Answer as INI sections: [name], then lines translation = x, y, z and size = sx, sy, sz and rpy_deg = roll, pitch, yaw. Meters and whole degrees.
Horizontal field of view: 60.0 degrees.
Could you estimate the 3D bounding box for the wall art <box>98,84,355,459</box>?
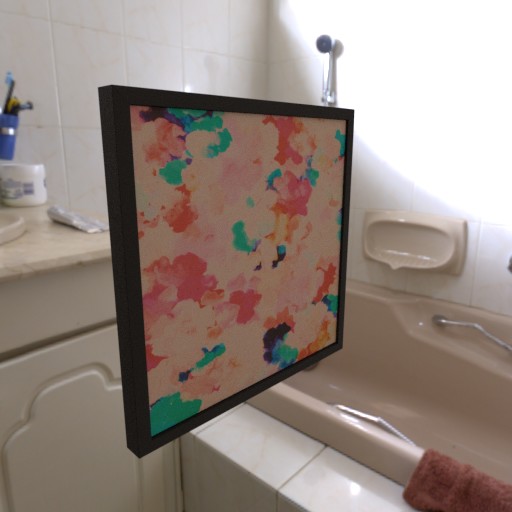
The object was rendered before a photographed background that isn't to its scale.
[wall art]
translation = 0.000, 0.000, 0.759
size = 0.506, 0.503, 0.036
rpy_deg = -13, 19, -43
